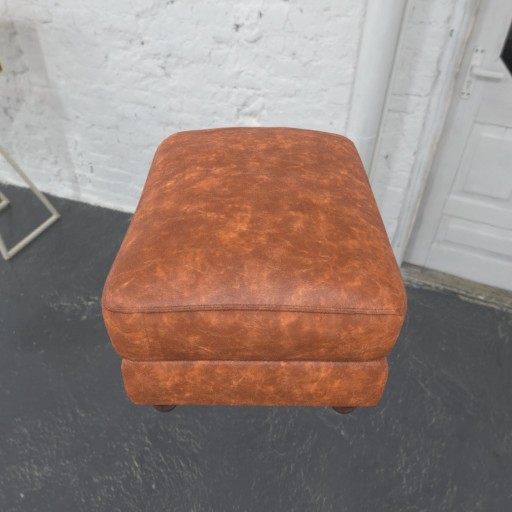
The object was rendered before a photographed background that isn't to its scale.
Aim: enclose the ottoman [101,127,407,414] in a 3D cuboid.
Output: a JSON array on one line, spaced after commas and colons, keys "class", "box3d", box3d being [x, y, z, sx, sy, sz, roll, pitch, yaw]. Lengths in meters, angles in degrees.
[{"class": "ottoman", "box3d": [0.000, 0.000, 1.295, 0.657, 0.562, 0.832, 0, 40, 0]}]
